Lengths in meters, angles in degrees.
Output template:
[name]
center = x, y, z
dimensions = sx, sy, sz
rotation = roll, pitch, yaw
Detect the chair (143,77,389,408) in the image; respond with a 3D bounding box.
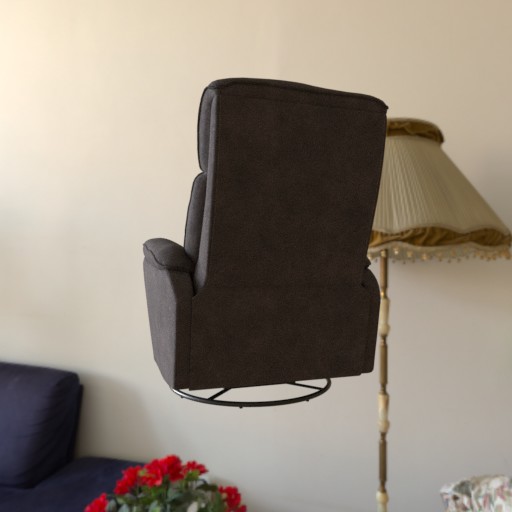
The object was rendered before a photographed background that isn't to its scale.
[chair]
center = 0.000, 0.000, 1.750
dimensions = 0.830, 1.035, 1.009
rotation = 0, -1, -18
